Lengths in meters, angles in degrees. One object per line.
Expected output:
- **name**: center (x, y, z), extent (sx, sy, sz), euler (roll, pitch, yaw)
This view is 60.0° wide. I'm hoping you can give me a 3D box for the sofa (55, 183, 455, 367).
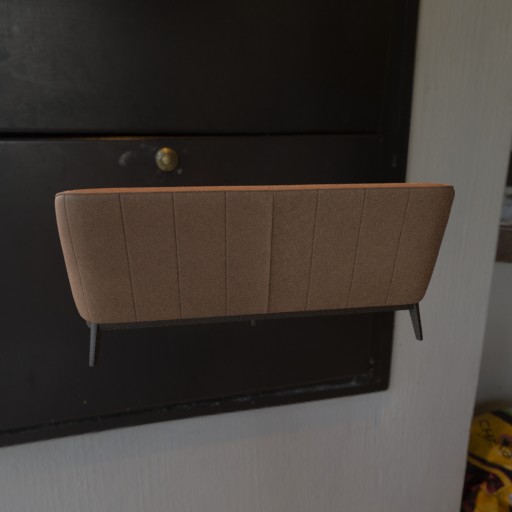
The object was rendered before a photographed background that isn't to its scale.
- **sofa**: center (0.000, 0.000, 2.390), extent (1.928, 0.830, 0.869), euler (-2, 15, -9)
